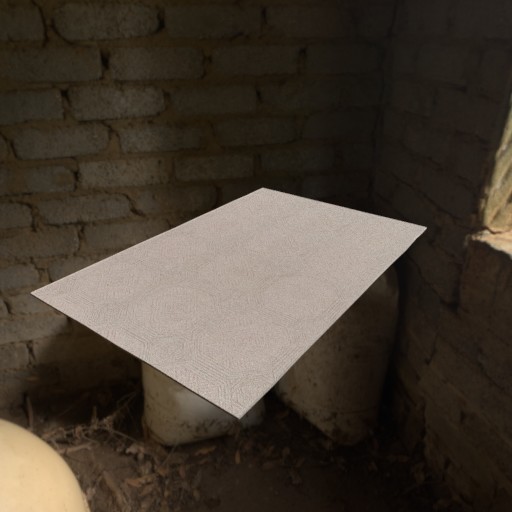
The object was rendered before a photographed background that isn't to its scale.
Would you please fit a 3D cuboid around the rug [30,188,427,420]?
[{"bbox_3d":[0.000,0.000,2.366,1.236,0.009,1.839,19,33,32],"label":"rug"}]
